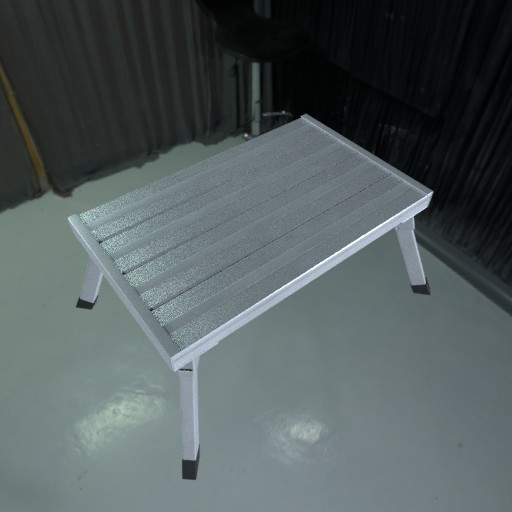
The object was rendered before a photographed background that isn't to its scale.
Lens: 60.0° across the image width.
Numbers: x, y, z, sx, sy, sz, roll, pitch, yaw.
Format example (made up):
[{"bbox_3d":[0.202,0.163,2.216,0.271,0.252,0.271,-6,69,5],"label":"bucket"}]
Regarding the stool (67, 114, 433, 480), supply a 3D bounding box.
[{"bbox_3d":[0.000,0.000,0.725,0.535,0.225,0.385,-30,54,-25],"label":"stool"}]
